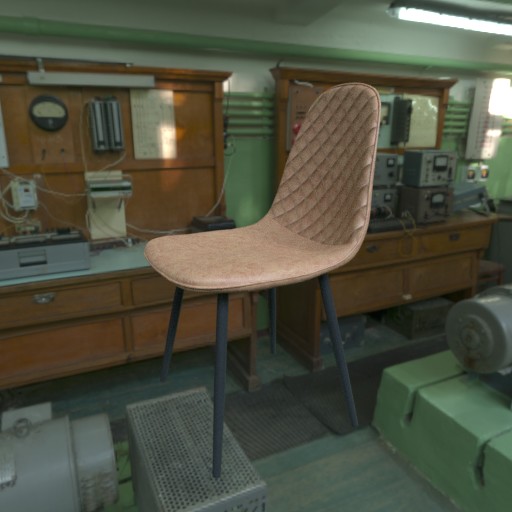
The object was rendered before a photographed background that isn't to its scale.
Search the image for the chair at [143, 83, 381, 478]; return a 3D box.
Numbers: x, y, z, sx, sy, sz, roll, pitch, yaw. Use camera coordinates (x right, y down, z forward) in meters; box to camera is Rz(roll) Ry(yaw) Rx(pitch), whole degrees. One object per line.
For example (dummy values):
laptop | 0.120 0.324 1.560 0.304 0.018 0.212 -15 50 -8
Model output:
chair | 0.000 0.000 1.191 0.561 0.889 0.472 -8 18 -26
